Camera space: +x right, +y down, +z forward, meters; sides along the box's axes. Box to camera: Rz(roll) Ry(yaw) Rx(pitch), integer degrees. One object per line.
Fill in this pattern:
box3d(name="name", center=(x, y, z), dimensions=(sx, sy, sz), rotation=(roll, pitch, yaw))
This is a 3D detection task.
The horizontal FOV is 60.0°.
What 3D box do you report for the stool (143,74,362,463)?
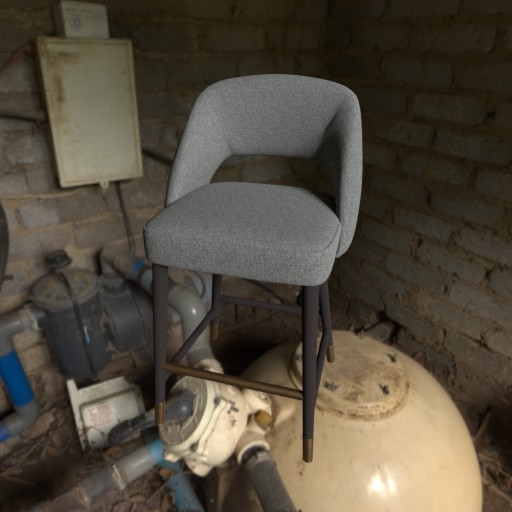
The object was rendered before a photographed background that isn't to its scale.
box3d(name="stool", center=(0.000, 0.000, 1.257), dimensions=(0.536, 0.925, 0.524), rotation=(8, 27, 15))
